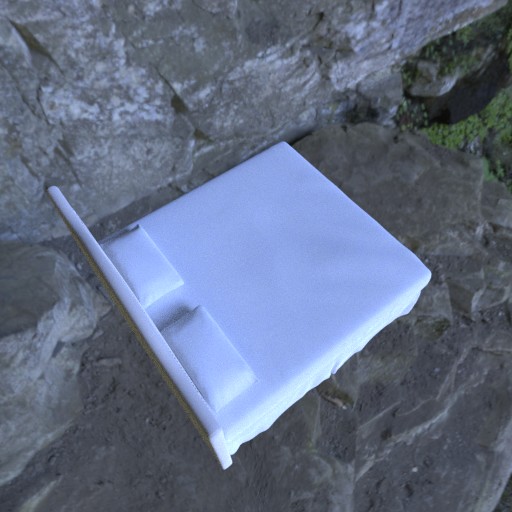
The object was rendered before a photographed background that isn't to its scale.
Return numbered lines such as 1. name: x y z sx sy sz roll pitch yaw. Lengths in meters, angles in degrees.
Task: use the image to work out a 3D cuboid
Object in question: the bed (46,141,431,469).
1. bed: 0.000 0.000 3.537 2.182 1.421 2.083 -33 63 -19
